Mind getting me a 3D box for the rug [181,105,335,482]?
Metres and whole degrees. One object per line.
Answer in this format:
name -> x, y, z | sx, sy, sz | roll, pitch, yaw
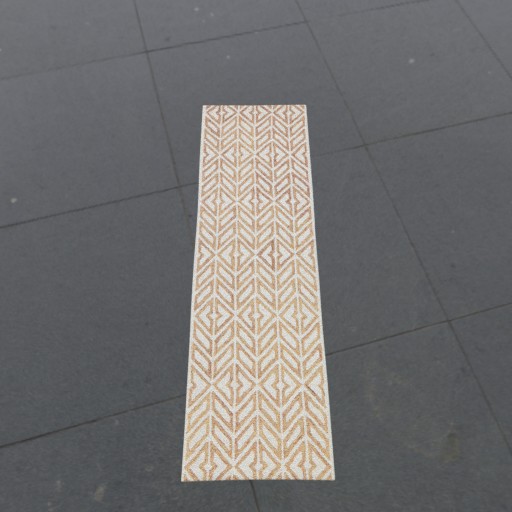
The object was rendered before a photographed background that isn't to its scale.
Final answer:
rug -> 0.000, 0.000, 2.689 | 0.750, 0.009, 2.435 | 0, 64, 0
